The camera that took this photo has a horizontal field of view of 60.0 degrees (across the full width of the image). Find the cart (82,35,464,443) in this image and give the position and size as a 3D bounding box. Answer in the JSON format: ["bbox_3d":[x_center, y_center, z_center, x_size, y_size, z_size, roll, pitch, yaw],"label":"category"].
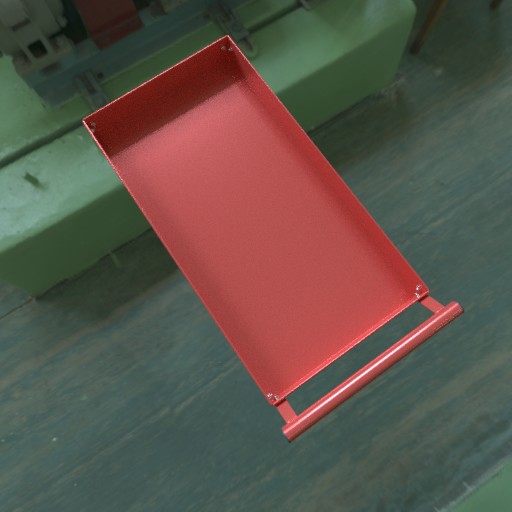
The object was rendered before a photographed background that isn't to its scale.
[{"bbox_3d":[0.000,0.000,1.169,0.366,0.780,0.719,-34,79,-8],"label":"cart"}]
